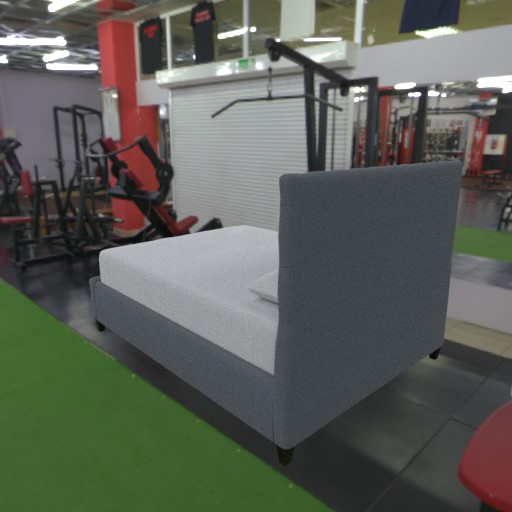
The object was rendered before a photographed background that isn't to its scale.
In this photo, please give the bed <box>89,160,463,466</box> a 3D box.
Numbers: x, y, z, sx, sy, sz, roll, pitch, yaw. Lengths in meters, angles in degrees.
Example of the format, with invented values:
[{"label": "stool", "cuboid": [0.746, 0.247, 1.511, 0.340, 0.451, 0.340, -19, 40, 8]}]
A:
[{"label": "bed", "cuboid": [0.000, 0.000, 3.309, 1.698, 1.427, 2.231, -14, 20, -41]}]
